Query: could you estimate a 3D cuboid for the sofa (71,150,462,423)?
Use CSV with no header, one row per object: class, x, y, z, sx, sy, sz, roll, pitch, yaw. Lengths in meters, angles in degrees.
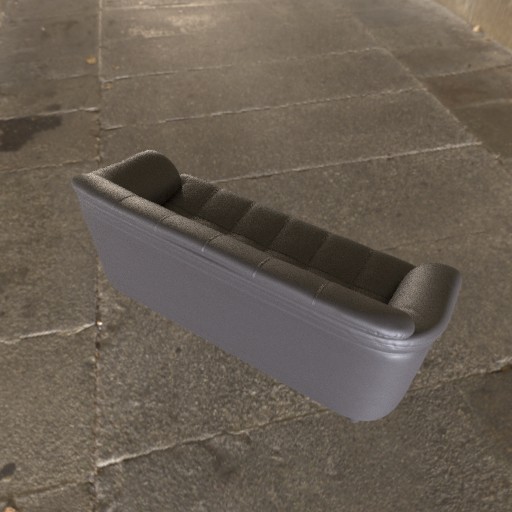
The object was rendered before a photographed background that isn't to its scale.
sofa,0.000,0.000,2.217,1.829,0.811,0.800,24,52,21
